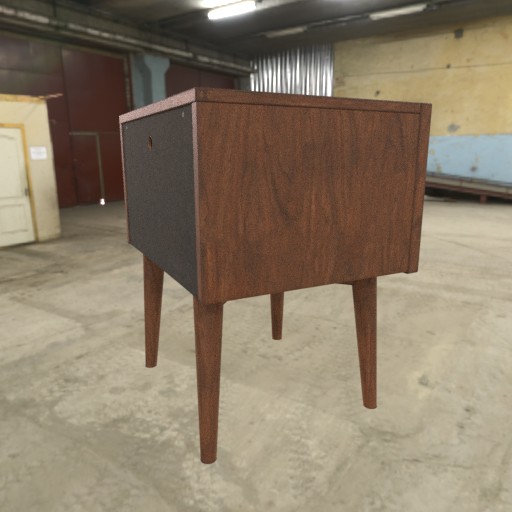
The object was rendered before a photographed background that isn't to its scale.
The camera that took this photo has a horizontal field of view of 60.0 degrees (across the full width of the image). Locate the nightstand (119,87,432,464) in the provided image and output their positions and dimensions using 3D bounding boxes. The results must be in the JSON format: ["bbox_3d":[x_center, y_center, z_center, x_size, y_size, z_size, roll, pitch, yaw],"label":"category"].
[{"bbox_3d":[0.000,0.000,0.969,0.445,0.607,0.521,-7,15,-27],"label":"nightstand"}]
